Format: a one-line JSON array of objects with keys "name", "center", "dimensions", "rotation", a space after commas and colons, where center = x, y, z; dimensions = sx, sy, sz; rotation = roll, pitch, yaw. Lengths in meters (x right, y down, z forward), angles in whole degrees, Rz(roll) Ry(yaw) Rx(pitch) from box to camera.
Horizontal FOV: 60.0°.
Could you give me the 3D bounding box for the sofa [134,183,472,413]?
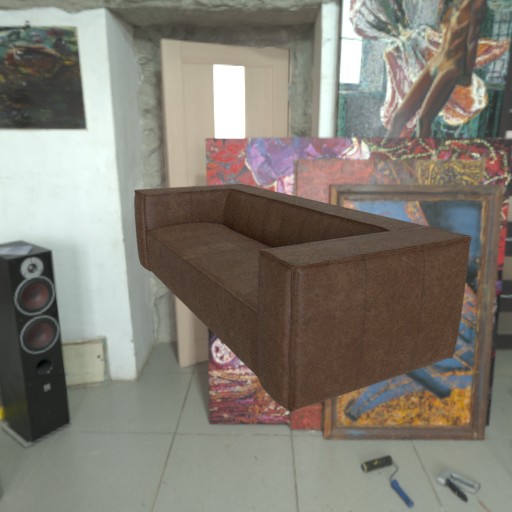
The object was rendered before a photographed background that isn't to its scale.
[{"name": "sofa", "center": [0.000, 0.000, 3.068], "dimensions": [1.102, 0.701, 2.581], "rotation": [-8, 18, -27]}]
